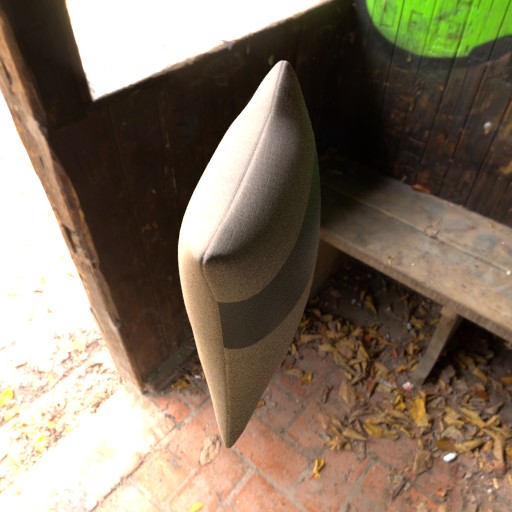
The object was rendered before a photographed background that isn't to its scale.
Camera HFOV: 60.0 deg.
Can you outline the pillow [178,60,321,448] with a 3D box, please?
[{"bbox_3d":[0.000,0.000,0.640,0.173,0.399,0.414,9,46,8],"label":"pillow"}]
